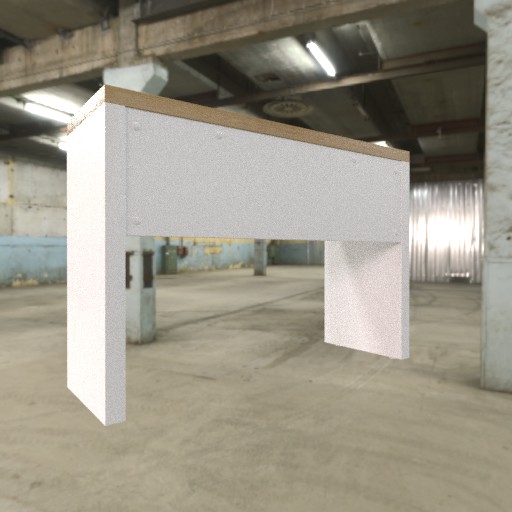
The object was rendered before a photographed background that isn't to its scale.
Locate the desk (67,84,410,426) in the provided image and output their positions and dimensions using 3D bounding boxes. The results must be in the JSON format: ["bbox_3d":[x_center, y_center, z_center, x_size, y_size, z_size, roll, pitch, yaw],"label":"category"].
[{"bbox_3d":[0.000,0.000,1.456,1.100,0.760,0.390,0,0,-36],"label":"desk"}]
